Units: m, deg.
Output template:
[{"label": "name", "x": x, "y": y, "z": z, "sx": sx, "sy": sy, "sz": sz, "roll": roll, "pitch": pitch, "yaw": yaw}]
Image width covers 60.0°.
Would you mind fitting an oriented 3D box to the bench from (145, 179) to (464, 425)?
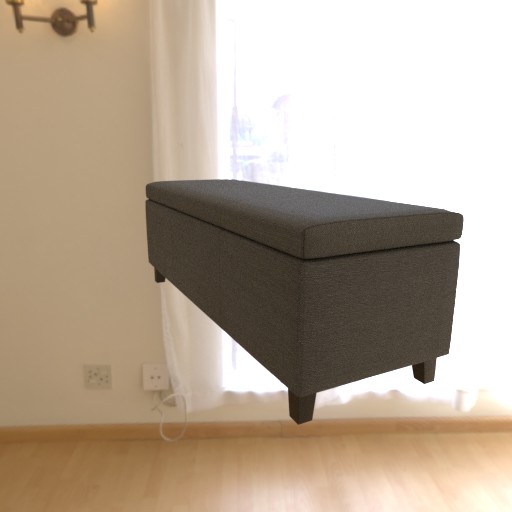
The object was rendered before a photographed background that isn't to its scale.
[{"label": "bench", "x": 0.000, "y": 0.000, "z": 1.490, "sx": 0.446, "sy": 0.438, "sz": 1.269, "roll": -7, "pitch": 15, "yaw": -26}]
